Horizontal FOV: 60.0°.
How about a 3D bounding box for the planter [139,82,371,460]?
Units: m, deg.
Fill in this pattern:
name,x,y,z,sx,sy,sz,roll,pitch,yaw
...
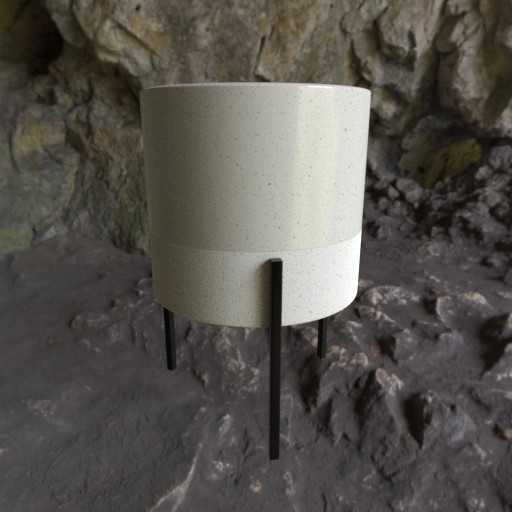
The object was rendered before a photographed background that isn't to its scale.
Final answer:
name,x,y,z,sx,sy,sz,roll,pitch,yaw
planter,0.000,0.000,0.330,0.152,0.230,0.159,-3,17,-8
